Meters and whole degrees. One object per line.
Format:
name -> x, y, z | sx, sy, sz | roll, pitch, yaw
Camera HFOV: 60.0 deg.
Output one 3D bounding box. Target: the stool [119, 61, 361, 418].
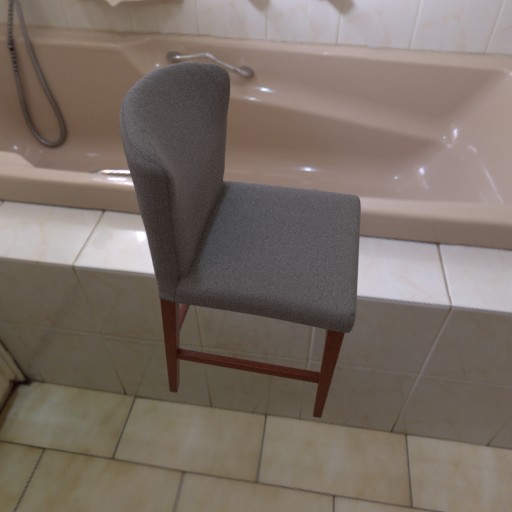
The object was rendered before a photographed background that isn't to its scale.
stool -> 0.000, 0.000, 1.281 | 0.568, 0.968, 0.481 | 8, 45, 8
